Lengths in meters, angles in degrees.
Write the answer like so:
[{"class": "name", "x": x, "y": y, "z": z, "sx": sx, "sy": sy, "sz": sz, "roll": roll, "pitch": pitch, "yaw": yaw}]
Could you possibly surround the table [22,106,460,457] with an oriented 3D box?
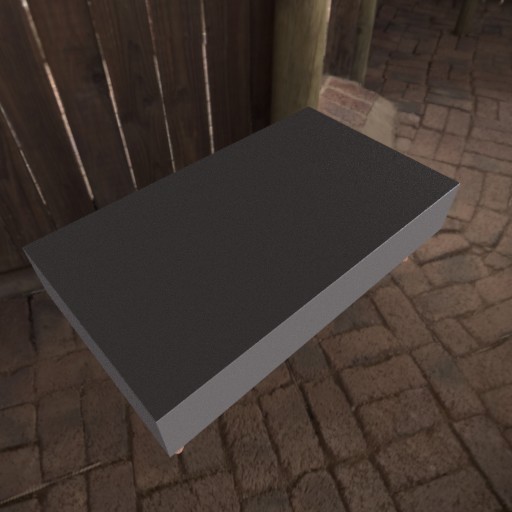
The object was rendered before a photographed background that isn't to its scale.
[{"class": "table", "x": 0.000, "y": 0.000, "z": 1.524, "sx": 1.201, "sy": 0.404, "sz": 0.703, "roll": -34, "pitch": 55, "yaw": -27}]
